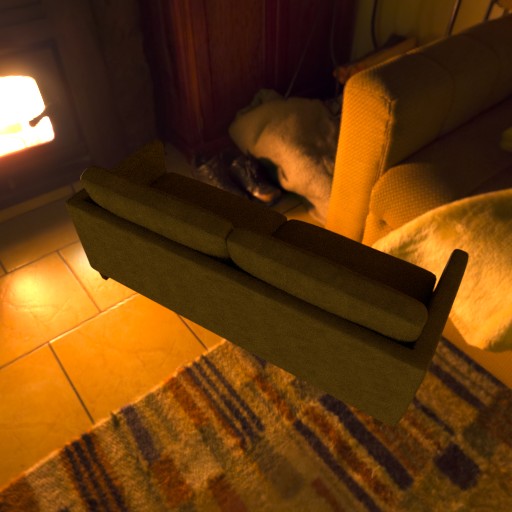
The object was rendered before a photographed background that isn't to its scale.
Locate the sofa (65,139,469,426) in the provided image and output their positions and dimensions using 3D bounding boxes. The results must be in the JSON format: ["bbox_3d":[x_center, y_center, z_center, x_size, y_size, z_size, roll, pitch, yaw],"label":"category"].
[{"bbox_3d":[0.000,0.000,2.964,2.434,0.965,0.951,24,51,21],"label":"sofa"}]
